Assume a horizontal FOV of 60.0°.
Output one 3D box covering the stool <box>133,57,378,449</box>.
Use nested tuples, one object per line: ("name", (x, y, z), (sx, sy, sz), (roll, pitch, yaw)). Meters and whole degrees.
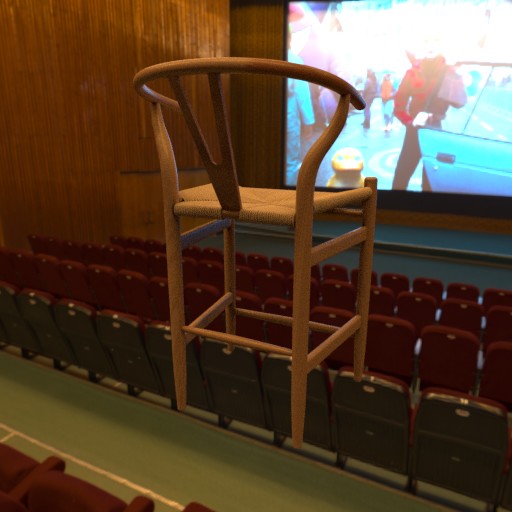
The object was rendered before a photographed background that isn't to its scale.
("stool", (0.000, 0.000, 1.215), (0.536, 0.923, 0.575), (8, 17, 26))
